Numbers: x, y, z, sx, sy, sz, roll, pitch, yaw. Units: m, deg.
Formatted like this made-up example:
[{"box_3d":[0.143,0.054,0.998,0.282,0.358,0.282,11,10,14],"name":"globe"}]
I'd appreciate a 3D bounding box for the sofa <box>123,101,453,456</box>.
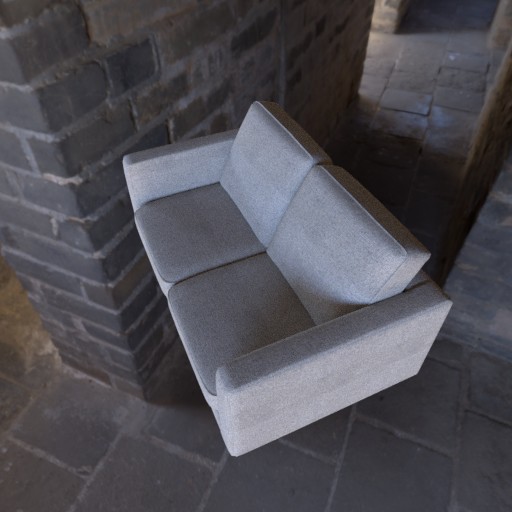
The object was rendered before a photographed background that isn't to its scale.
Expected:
[{"box_3d":[0.000,0.000,2.213,0.969,0.973,1.527,-18,48,-17],"name":"sofa"}]
